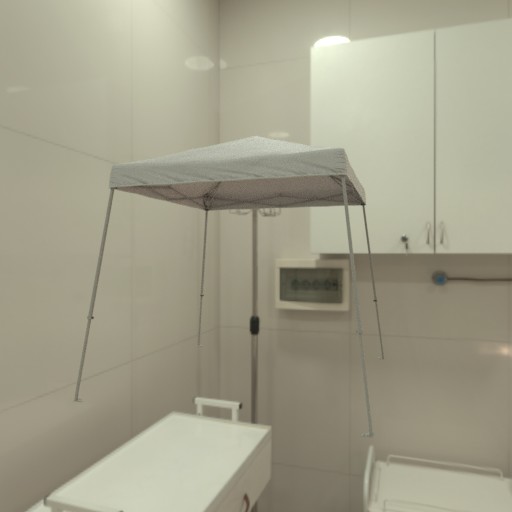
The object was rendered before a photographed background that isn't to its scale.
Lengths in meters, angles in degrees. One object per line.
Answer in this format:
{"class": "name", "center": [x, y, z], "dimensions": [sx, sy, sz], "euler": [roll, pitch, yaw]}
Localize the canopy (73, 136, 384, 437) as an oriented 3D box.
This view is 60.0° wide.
{"class": "canopy", "center": [0.000, 0.000, 5.266], "dimensions": [2.848, 2.849, 2.849], "euler": [0, 0, 18]}
